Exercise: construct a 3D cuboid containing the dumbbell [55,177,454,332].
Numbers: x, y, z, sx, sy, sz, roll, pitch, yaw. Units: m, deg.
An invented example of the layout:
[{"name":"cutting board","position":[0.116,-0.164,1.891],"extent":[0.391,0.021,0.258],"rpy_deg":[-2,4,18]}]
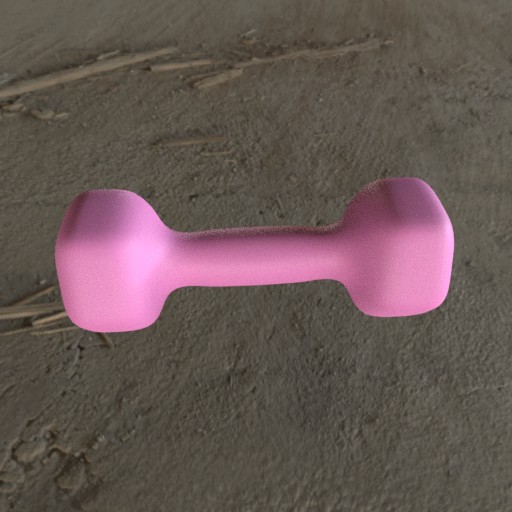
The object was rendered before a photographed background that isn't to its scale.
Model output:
[{"name":"dumbbell","position":[0.000,0.000,0.192],"extent":[0.159,0.058,0.064],"rpy_deg":[-2,47,-2]}]
